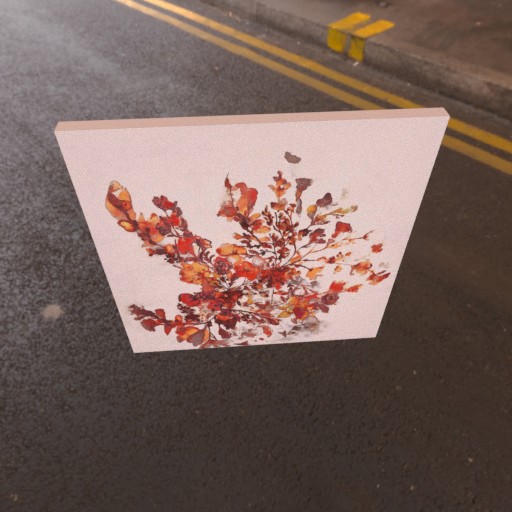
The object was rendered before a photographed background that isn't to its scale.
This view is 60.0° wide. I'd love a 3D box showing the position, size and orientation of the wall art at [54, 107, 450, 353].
[{"bbox_3d":[0.000,0.000,1.500,1.009,1.009,0.049,-3,46,-3],"label":"wall art"}]
